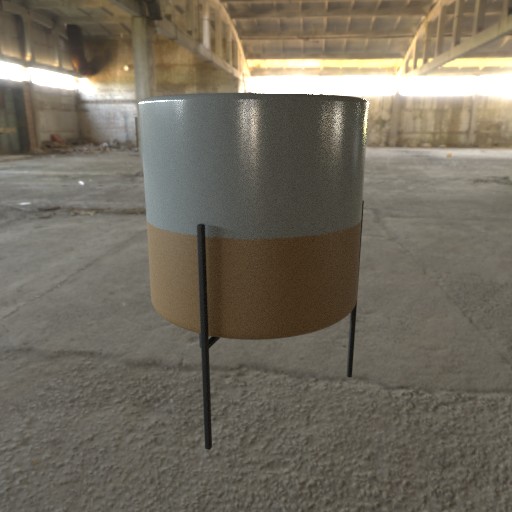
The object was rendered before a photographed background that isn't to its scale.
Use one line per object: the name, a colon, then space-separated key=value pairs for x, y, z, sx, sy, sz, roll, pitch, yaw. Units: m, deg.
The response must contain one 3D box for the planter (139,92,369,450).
planter: x=0.000 y=0.000 z=0.651 sx=0.310 sy=0.432 sz=0.310 roll=2 pitch=16 yaw=7
